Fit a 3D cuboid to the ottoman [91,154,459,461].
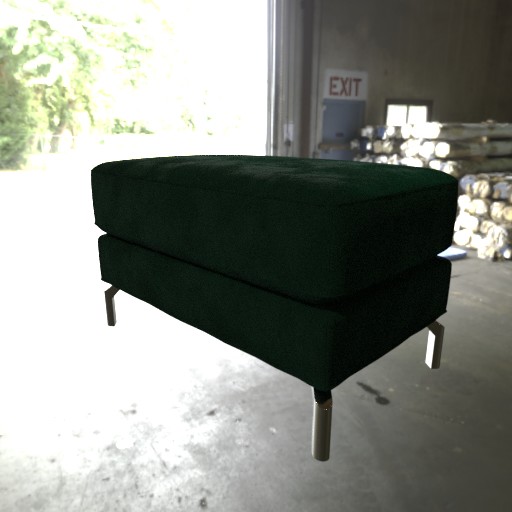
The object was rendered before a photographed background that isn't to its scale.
[{"bbox_3d":[0.000,0.000,1.224,0.536,0.533,0.886,-16,22,-43],"label":"ottoman"}]
